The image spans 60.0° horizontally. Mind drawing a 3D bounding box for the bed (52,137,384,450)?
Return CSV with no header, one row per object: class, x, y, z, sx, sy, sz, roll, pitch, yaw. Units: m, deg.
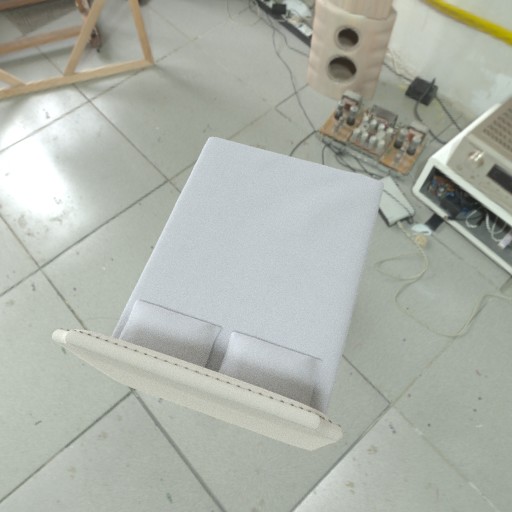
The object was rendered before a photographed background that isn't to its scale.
bed,0.000,0.000,3.442,1.712,1.497,2.372,17,65,8
